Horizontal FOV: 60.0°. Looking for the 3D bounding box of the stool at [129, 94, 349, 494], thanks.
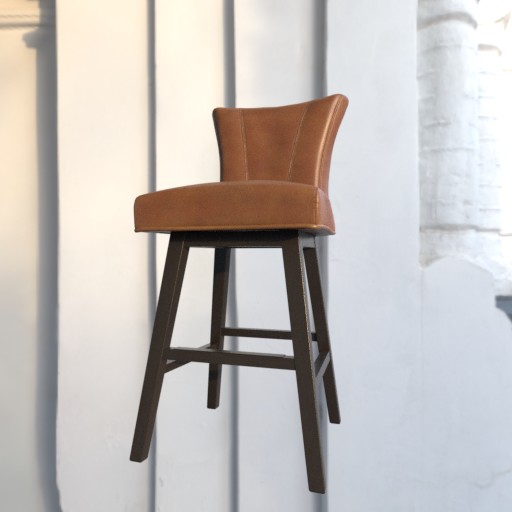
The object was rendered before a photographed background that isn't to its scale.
[{"bbox_3d":[0.000,0.000,1.365,0.522,1.094,0.585,0,0,18],"label":"stool"}]
